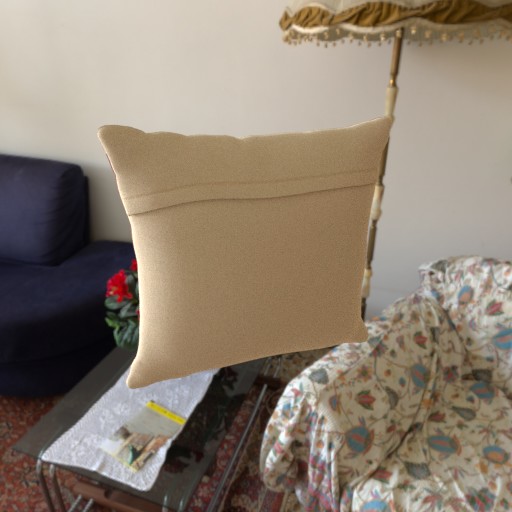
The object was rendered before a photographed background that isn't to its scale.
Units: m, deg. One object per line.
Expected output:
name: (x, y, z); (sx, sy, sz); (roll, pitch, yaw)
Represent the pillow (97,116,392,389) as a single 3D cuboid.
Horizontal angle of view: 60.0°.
pillow: (0.000, 0.000, 0.841); (0.536, 0.506, 0.229); (-8, 27, -16)
